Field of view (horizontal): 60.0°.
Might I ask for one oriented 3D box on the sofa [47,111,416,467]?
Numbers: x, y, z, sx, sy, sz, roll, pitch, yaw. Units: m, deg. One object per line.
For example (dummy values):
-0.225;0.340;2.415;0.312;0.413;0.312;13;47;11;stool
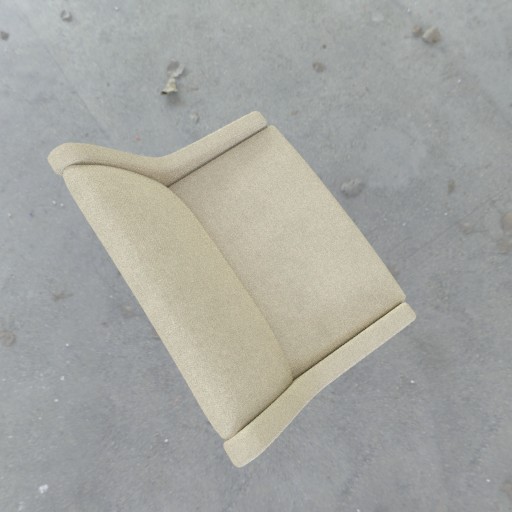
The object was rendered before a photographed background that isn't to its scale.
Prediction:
0.000;0.000;1.914;0.946;0.976;1.212;-33;77;-8;sofa
